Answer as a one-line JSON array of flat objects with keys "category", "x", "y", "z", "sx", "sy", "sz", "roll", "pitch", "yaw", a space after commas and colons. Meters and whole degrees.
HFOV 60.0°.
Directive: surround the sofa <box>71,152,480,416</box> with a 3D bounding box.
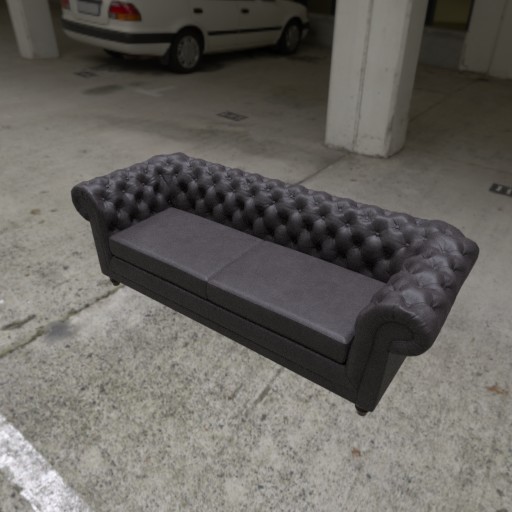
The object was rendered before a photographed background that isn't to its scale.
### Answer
[{"category": "sofa", "x": 0.000, "y": 0.000, "z": 2.794, "sx": 2.385, "sy": 0.783, "sz": 0.944, "roll": 21, "pitch": 37, "yaw": 30}]
